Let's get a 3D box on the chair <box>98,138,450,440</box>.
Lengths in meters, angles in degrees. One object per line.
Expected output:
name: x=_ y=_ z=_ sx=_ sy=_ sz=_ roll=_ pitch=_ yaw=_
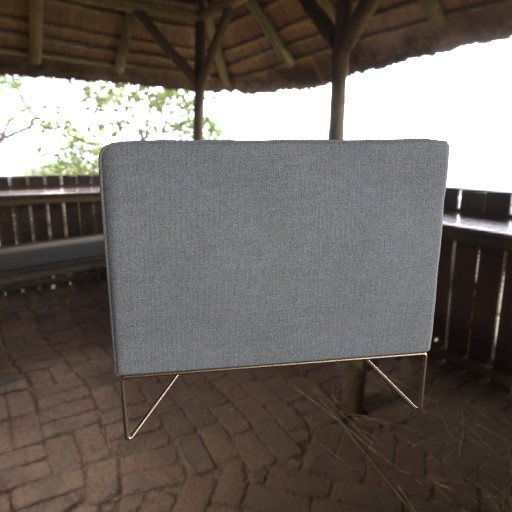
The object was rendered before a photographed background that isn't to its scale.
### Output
chair: x=0.000 y=0.000 z=1.605 sx=0.912 sy=0.799 sz=0.920 roll=-2 pitch=13 yaw=-9
